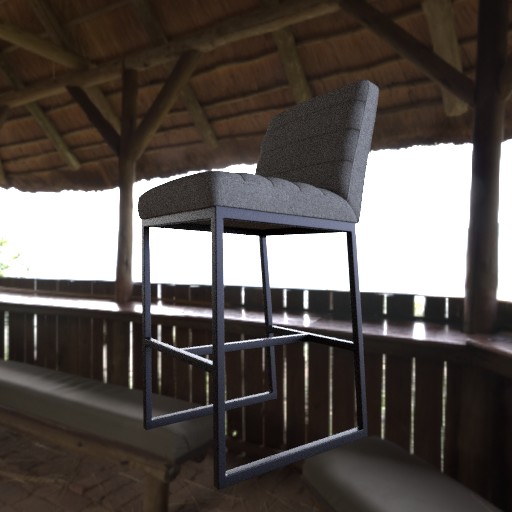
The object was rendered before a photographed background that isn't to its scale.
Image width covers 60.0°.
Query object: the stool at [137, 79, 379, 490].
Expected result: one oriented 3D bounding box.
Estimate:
[{"bbox_3d":[0.000,0.000,1.307,0.571,1.034,0.459,0,0,-36],"label":"stool"}]
